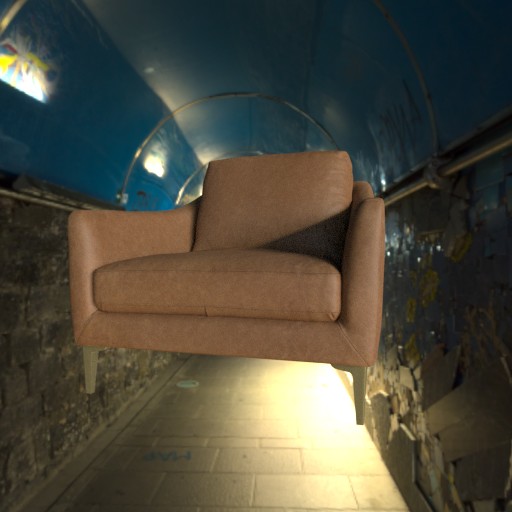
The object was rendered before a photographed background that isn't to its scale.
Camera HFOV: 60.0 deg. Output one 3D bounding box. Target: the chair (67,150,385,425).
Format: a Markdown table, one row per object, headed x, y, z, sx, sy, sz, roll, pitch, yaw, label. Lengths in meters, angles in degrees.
| x | y | z | sx | sy | sz | roll | pitch | yaw | label |
| --- | --- | --- | --- | --- | --- | --- | --- | --- | --- |
| 0.000 | 0.000 | 1.709 | 0.988 | 0.895 | 0.963 | 0 | 0 | 19 | chair |
